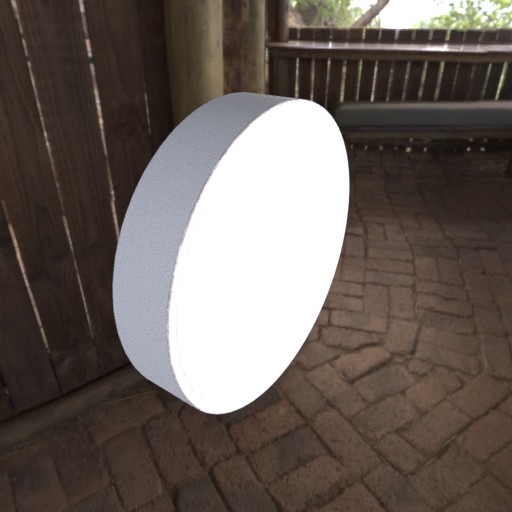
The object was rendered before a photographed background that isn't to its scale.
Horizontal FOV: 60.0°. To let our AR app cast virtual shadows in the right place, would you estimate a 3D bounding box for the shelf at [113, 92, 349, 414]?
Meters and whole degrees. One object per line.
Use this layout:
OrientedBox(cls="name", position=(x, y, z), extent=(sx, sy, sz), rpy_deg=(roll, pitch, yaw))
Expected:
OrientedBox(cls="shelf", position=(0.000, 0.000, 1.179), extent=(0.158, 0.807, 0.806), rpy_deg=(19, 35, 30))
